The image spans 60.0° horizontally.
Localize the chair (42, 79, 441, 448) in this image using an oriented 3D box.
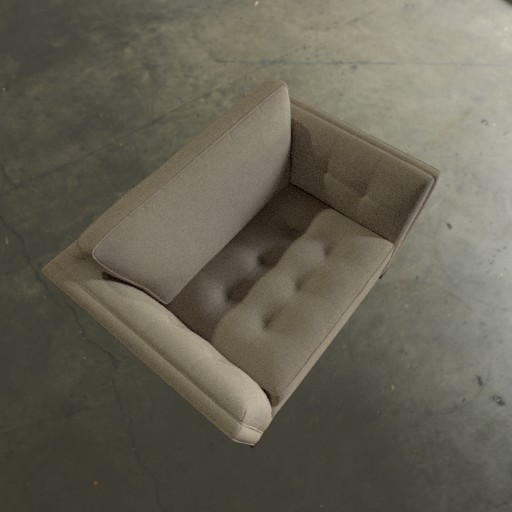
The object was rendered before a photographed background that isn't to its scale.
[{"bbox_3d":[0.000,0.000,2.035,0.965,0.940,1.397,35,64,19],"label":"chair"}]
